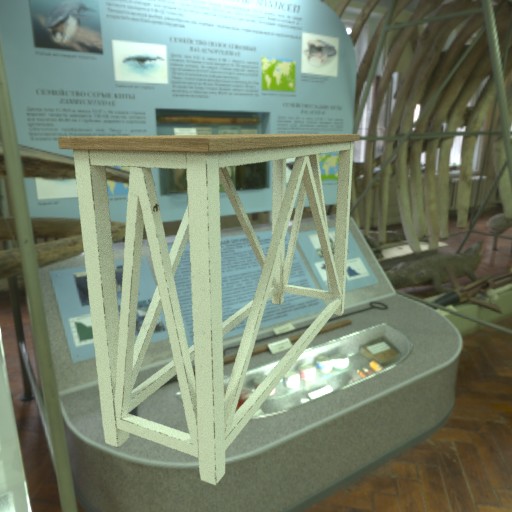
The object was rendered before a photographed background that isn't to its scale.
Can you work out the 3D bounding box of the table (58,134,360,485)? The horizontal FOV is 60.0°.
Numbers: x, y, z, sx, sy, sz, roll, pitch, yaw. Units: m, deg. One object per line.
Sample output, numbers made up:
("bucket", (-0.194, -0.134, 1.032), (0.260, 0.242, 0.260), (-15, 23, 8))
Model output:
("table", (0.000, 0.000, 1.768), (0.450, 0.930, 1.400), (7, 17, 25))
